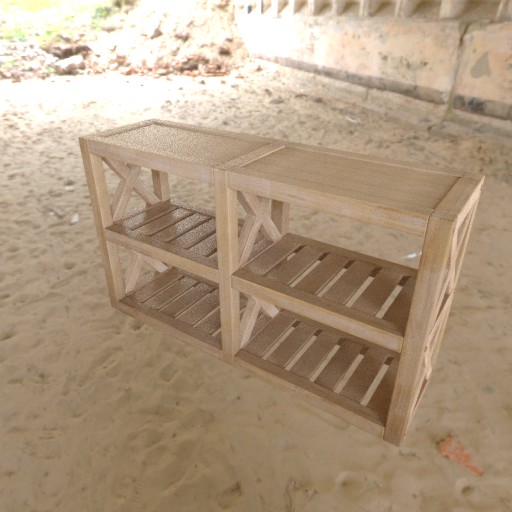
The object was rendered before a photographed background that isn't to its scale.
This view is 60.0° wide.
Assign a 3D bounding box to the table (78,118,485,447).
[{"bbox_3d":[0.000,0.000,1.621,1.320,0.762,0.381,18,34,29],"label":"table"}]
